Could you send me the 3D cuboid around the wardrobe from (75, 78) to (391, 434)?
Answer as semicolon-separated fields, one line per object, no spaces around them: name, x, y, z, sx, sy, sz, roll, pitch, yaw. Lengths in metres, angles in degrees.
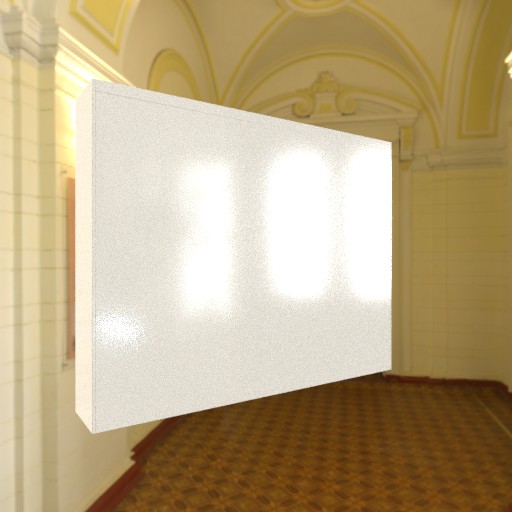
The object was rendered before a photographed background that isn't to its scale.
wardrobe;0.000;0.000;4.012;3.000;2.360;0.580;0;0;-34
